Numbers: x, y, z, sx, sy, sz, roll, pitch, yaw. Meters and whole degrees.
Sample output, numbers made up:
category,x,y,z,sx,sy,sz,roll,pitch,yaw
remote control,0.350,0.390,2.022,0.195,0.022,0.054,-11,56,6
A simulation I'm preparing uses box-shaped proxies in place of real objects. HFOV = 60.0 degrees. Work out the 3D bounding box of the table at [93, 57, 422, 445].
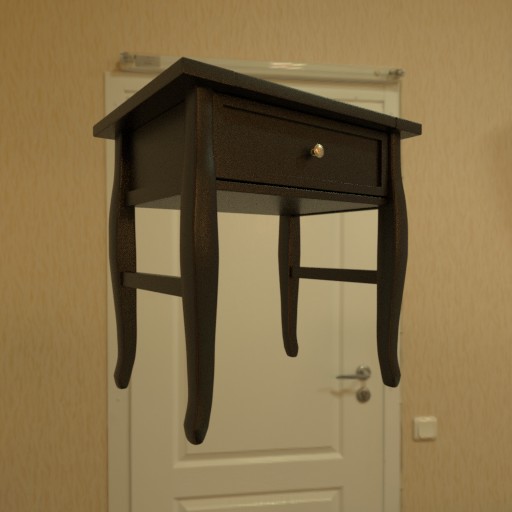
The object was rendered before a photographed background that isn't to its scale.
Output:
category,x,y,z,sx,sy,sz,roll,pitch,yaw
table,0.000,0.000,1.022,0.602,0.604,0.460,-1,1,-36
